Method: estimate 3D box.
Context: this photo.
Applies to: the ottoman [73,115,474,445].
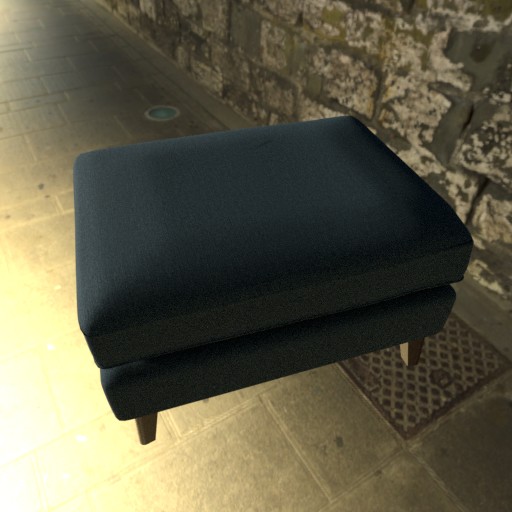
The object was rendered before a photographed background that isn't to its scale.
[{"bbox_3d":[0.000,0.000,1.187,0.835,0.503,0.629,-12,44,-13],"label":"ottoman"}]
